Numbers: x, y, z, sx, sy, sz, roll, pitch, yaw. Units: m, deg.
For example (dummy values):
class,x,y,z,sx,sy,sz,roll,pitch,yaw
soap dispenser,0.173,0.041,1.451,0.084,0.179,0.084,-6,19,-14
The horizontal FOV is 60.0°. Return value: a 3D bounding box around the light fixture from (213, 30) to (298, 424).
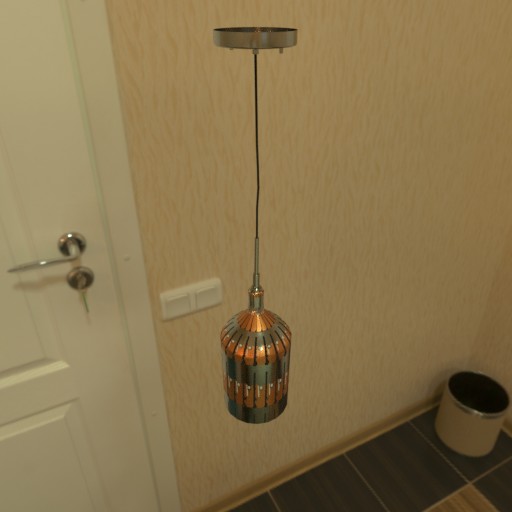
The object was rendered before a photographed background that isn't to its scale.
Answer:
class,x,y,z,sx,sy,sz,roll,pitch,yaw
light fixture,0.000,0.000,1.684,0.303,1.535,0.303,0,30,0
